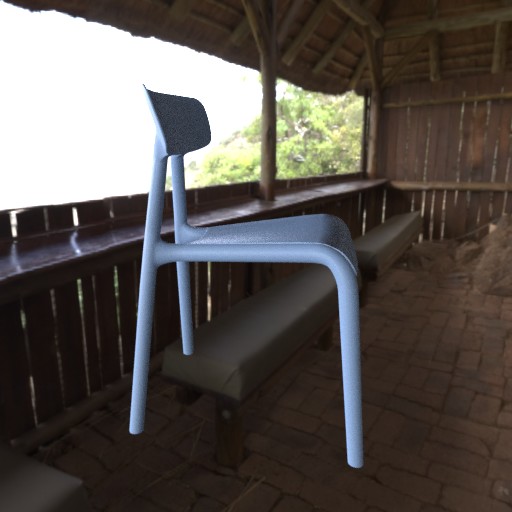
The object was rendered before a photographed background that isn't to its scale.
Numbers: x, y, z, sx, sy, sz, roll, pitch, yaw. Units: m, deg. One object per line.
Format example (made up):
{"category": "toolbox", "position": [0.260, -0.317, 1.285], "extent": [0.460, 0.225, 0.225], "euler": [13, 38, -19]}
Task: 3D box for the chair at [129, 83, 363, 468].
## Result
{"category": "chair", "position": [0.000, 0.000, 0.818], "extent": [0.401, 0.580, 0.356], "euler": [2, 15, 9]}
